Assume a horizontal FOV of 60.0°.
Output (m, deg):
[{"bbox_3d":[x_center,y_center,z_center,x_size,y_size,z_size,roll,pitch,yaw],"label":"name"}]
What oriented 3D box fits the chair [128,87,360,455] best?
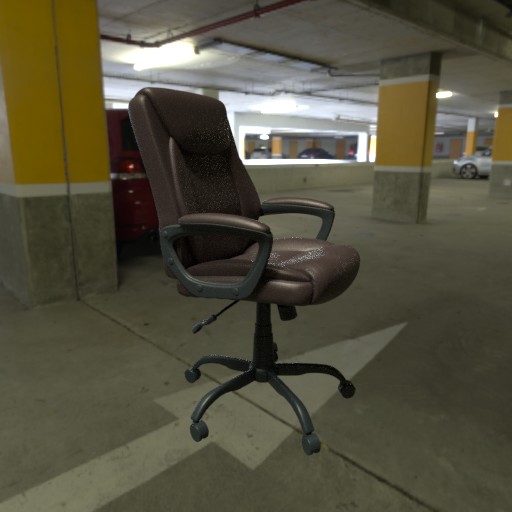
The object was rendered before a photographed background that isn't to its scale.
[{"bbox_3d":[0.000,0.000,1.489,0.655,1.072,0.615,7,15,28],"label":"chair"}]
